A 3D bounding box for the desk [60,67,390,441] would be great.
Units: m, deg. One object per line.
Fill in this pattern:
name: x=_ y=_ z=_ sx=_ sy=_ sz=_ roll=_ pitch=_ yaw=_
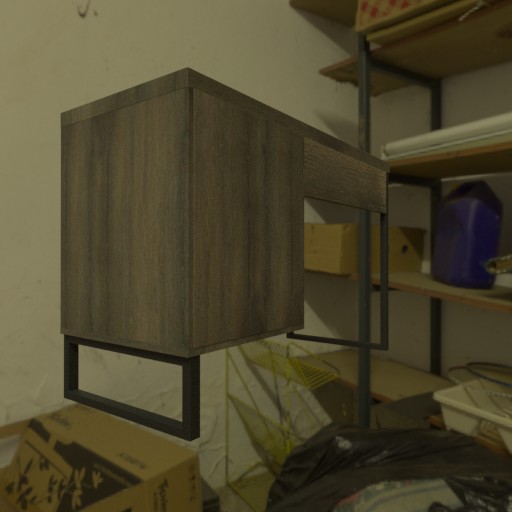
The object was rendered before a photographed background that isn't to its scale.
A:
desk: x=0.000 y=0.000 z=1.490 sx=0.511 sy=0.752 sz=1.134 roll=0 pitch=0 yaw=37
